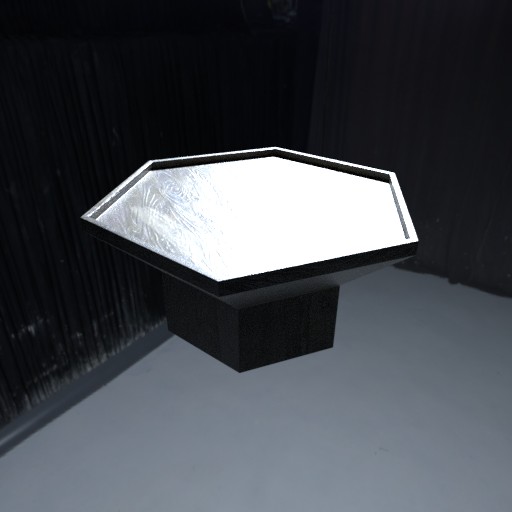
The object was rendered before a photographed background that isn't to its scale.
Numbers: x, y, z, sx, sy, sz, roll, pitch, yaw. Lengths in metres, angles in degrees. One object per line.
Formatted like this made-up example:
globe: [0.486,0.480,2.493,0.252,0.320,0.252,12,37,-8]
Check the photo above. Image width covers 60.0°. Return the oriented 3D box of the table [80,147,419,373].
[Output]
table: [0.000,0.000,1.605,1.115,0.488,0.966,22,36,33]
